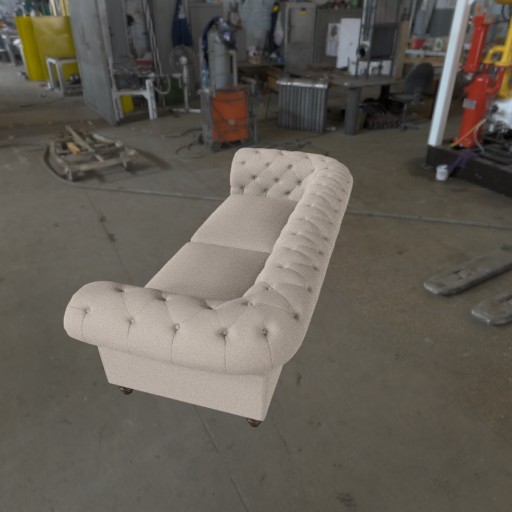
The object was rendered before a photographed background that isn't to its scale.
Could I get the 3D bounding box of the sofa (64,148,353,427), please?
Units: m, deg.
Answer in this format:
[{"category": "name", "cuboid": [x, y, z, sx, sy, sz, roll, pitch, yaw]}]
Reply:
[{"category": "sofa", "cuboid": [0.000, 0.000, 2.822, 0.991, 0.749, 2.411, 9, 31, 15]}]
